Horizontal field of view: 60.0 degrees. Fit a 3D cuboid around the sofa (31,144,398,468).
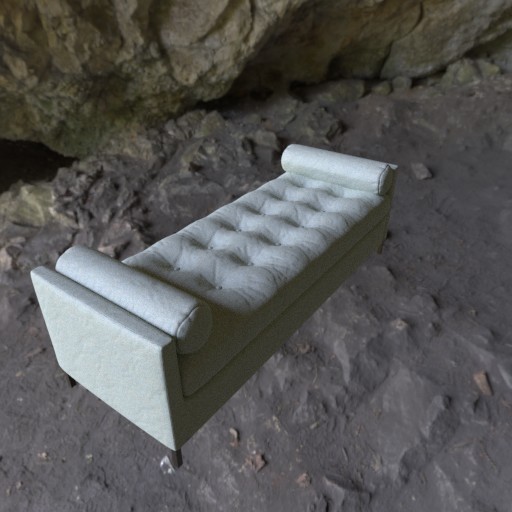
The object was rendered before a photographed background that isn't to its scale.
[{"bbox_3d":[0.000,0.000,2.469,0.796,0.705,2.102,21,37,30],"label":"sofa"}]
